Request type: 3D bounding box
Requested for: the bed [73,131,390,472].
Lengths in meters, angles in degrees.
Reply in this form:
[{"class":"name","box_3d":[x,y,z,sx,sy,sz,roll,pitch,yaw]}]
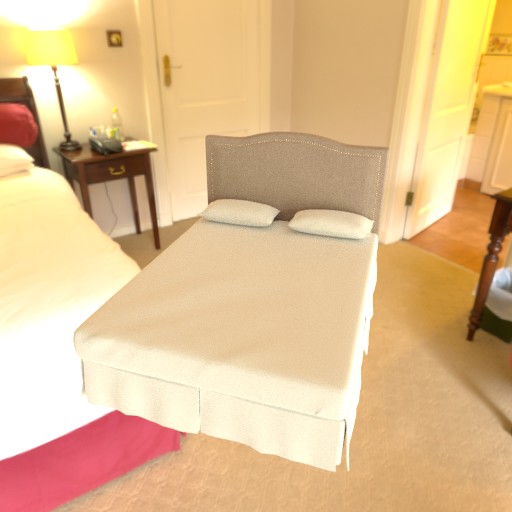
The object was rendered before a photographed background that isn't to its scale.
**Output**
[{"class":"bed","box_3d":[0.000,0.000,3.381,1.821,1.436,2.282,8,28,16]}]
